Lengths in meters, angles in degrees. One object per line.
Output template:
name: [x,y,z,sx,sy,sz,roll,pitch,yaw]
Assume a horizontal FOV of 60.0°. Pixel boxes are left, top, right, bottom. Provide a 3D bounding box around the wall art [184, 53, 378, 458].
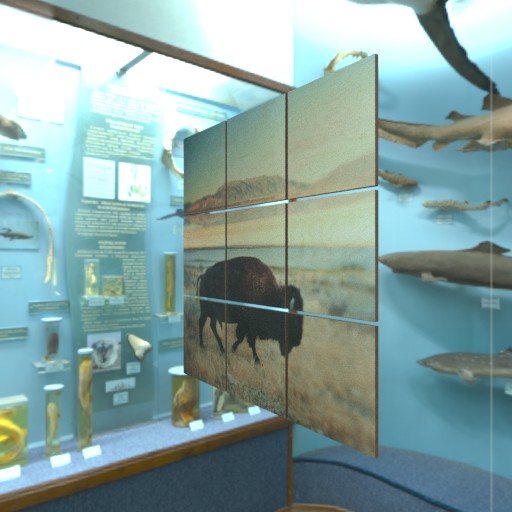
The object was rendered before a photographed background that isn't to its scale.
wall art: [0.000,0.000,1.355,0.018,0.904,0.906,0,0,-37]
